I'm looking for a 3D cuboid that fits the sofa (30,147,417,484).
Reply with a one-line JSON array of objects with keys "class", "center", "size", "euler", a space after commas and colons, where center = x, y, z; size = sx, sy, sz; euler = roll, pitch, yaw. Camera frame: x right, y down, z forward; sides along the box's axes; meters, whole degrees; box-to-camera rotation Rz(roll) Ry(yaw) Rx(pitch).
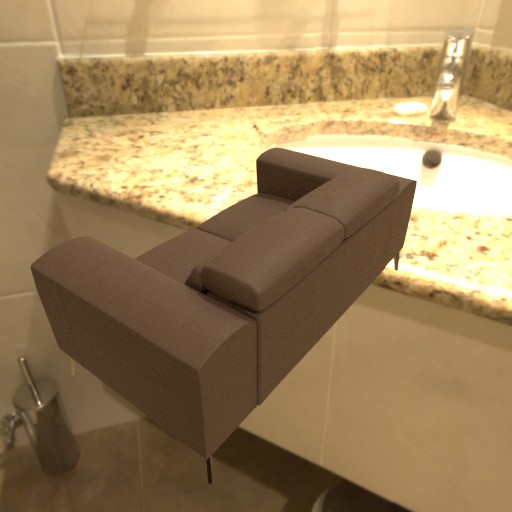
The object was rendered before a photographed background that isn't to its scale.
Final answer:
[{"class": "sofa", "center": [0.000, 0.000, 2.359], "size": [1.003, 0.779, 1.895], "euler": [22, 39, 31]}]
